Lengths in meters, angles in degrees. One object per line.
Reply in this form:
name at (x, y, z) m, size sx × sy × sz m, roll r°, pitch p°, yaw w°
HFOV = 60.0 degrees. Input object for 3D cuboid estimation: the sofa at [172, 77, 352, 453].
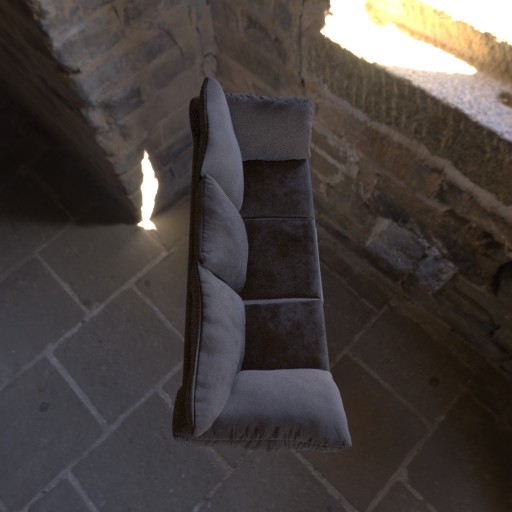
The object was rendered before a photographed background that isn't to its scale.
sofa at (0.000, 0.000, 2.847) m, size 0.878 × 1.073 × 2.336 m, roll -1°, pitch 64°, yaw -1°
